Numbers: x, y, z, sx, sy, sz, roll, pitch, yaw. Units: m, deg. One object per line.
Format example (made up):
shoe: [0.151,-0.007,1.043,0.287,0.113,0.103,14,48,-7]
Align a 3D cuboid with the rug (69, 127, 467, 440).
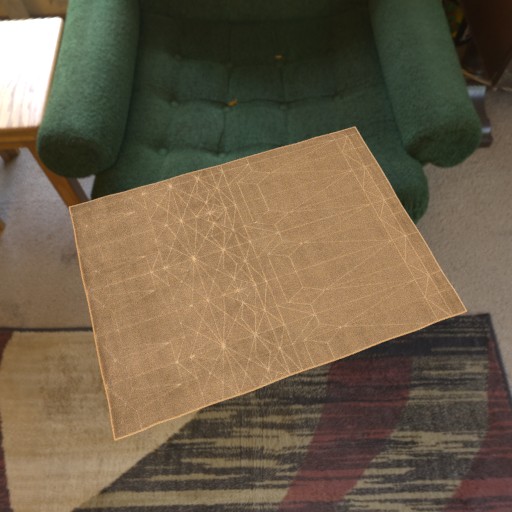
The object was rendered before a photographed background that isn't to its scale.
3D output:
rug: [0.000,0.000,4.433,3.357,0.019,2.449,-18,64,-9]
